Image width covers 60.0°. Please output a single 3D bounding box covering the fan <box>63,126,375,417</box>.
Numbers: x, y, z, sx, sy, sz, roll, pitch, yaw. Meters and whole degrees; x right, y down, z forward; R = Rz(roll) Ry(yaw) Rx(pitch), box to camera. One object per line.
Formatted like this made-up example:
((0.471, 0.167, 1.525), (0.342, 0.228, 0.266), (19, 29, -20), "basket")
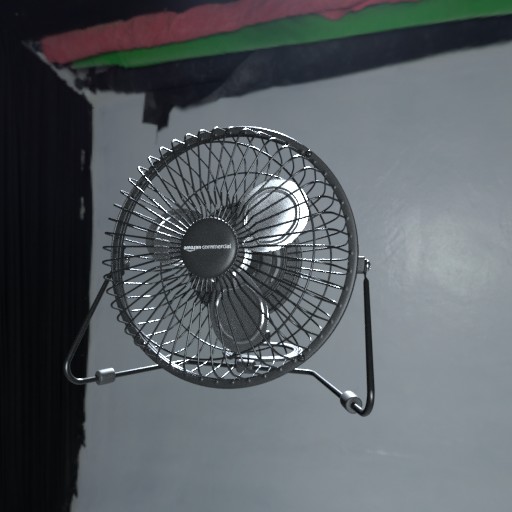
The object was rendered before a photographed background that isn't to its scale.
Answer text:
((0.000, 0.000, 0.378), (0.209, 0.188, 0.227), (0, 0, 18), "fan")
